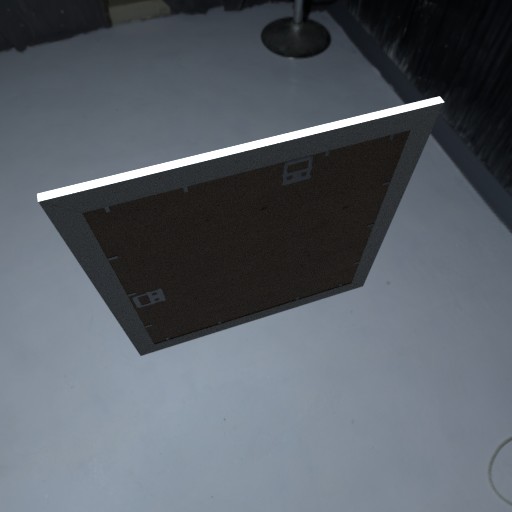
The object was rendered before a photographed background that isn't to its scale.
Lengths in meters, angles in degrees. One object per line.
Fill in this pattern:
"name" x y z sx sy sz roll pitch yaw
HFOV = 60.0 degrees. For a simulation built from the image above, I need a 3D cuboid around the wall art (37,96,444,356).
"wall art" 0.000 0.000 0.862 0.584 0.584 0.013 -16 60 -10
